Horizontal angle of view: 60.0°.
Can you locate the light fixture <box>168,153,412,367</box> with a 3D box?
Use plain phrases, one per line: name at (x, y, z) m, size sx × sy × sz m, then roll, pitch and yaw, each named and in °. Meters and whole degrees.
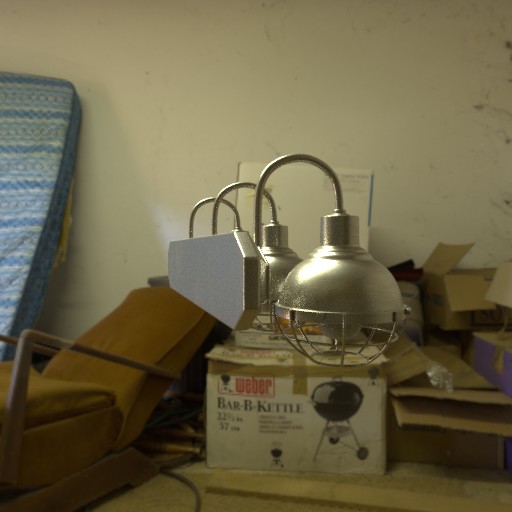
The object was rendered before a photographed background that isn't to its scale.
light fixture at (0.000, 0.000, 0.767) m, size 0.229 × 0.254 × 0.634 m, roll 0°, pitch 1°, yaw -18°
